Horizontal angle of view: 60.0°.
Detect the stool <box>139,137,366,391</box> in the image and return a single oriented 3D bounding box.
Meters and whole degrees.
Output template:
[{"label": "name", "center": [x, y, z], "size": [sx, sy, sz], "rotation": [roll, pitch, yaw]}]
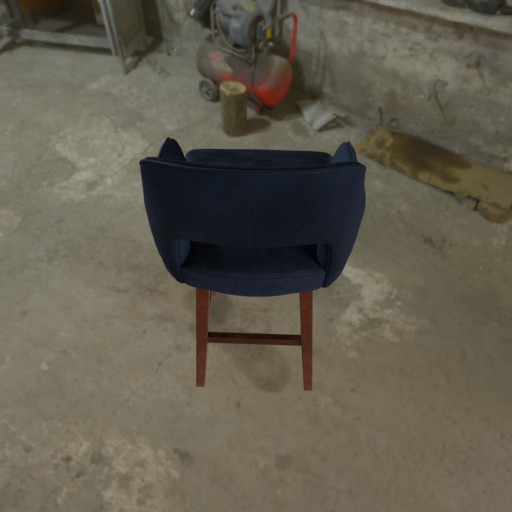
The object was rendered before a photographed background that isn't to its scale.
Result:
[{"label": "stool", "center": [0.000, 0.000, 1.354], "size": [0.550, 1.041, 0.560], "rotation": [2, 48, 1]}]
